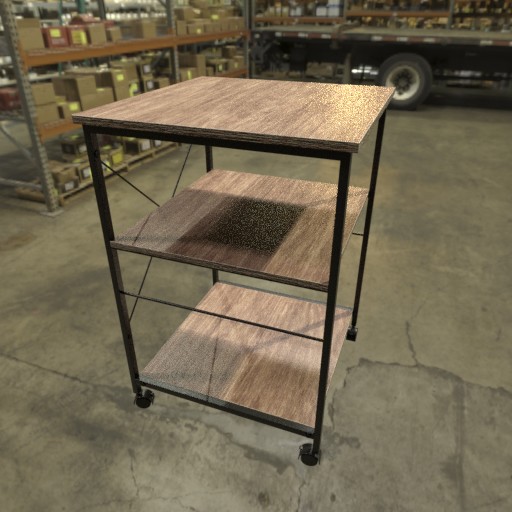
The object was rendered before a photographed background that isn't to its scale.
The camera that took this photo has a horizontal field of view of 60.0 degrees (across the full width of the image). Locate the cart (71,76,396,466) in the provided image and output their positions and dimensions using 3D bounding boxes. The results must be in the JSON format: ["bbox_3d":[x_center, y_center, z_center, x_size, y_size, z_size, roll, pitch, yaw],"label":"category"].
[{"bbox_3d":[0.000,0.000,1.124,0.520,0.762,0.521,11,31,18],"label":"cart"}]
